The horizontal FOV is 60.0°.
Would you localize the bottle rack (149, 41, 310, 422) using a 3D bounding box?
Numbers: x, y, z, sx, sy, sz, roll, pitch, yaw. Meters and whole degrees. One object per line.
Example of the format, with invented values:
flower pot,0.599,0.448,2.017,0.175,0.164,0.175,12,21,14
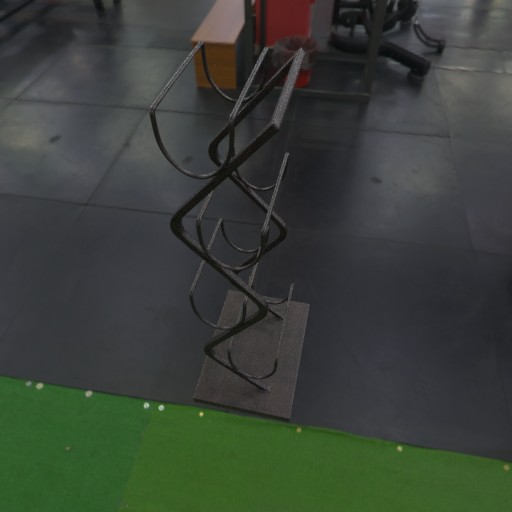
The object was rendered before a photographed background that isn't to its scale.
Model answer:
bottle rack,0.000,0.000,0.675,0.178,0.559,0.254,9,48,8
